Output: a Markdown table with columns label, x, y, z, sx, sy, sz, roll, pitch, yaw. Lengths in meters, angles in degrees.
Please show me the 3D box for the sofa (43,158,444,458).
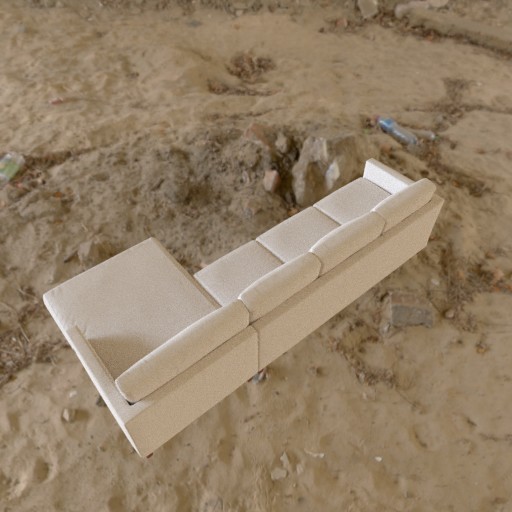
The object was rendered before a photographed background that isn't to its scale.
| label | x | y | z | sx | sy | sz | roll | pitch | yaw |
| --- | --- | --- | --- | --- | --- | --- | --- | --- | --- |
| sofa | 0.000 | 0.000 | 4.136 | 3.471 | 0.954 | 1.606 | -31 | 55 | -26 |
